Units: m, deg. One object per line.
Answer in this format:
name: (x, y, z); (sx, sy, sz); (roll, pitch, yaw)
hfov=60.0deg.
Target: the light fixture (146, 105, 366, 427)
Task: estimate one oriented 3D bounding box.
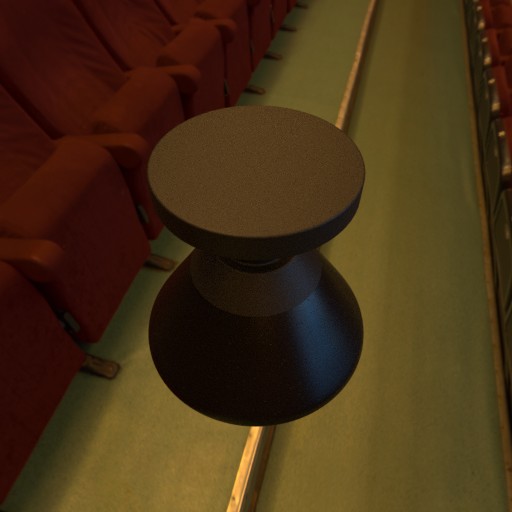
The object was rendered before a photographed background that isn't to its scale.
light fixture: (0.000, 0.000, 0.351); (0.200, 0.183, 0.200); (0, 48, 0)
